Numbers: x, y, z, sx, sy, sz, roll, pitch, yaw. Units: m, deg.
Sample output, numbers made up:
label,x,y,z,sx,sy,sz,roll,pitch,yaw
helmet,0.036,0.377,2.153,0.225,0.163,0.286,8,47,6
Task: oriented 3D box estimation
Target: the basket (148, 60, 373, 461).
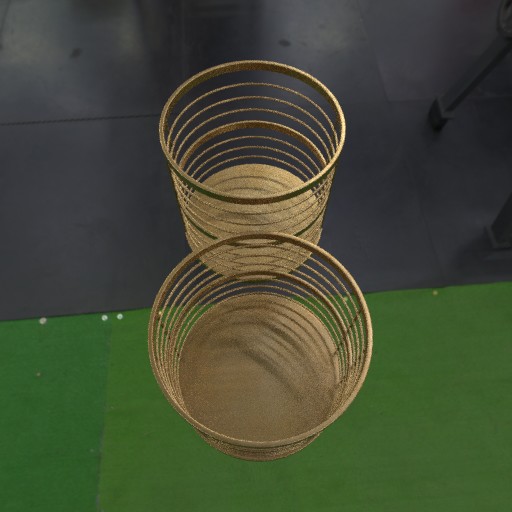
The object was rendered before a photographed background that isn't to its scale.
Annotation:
label,x,y,z,sx,sy,sz,roll,pitch,yaw
basket,0.000,0.000,0.909,0.356,0.351,0.746,-2,62,-1
